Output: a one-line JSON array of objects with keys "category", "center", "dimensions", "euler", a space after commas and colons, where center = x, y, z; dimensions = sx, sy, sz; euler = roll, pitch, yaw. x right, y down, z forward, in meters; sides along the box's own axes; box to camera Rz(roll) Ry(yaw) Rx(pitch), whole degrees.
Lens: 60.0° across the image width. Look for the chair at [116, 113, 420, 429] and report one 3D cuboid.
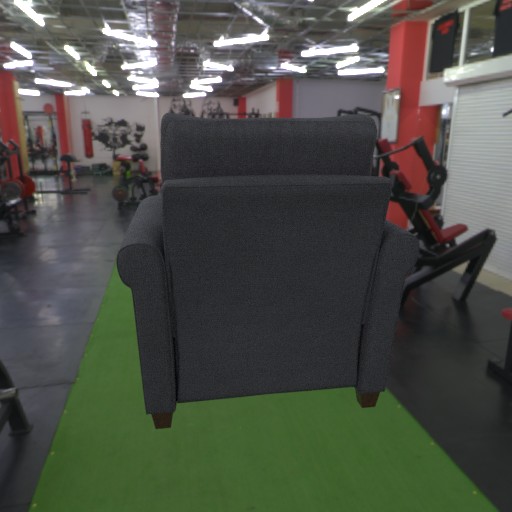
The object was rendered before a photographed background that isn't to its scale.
[{"category": "chair", "center": [0.000, 0.000, 1.576], "dimensions": [0.867, 0.942, 0.828], "euler": [-2, 15, -9]}]
